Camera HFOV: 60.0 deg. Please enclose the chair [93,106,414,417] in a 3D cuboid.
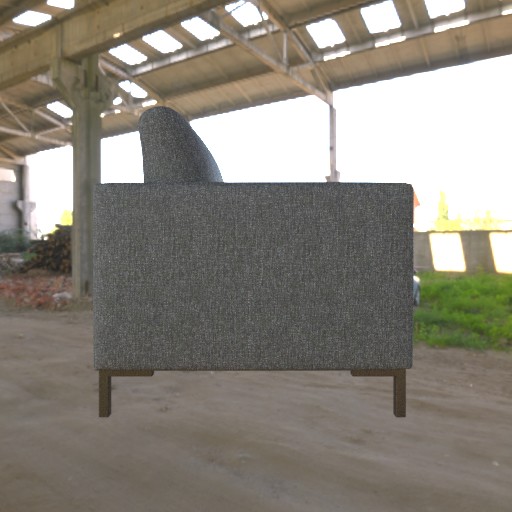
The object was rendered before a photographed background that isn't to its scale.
[{"bbox_3d":[0.000,0.000,1.621,0.866,0.861,0.963,0,0,0],"label":"chair"}]
